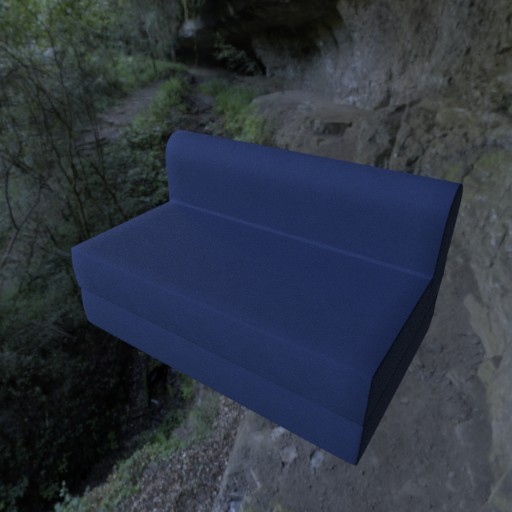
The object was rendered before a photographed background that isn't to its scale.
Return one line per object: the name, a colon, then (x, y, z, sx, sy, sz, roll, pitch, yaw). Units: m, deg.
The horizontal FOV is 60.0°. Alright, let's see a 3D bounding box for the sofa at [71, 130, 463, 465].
sofa: (0.000, 0.000, 1.667, 1.219, 0.660, 0.762, 19, 35, 29)
